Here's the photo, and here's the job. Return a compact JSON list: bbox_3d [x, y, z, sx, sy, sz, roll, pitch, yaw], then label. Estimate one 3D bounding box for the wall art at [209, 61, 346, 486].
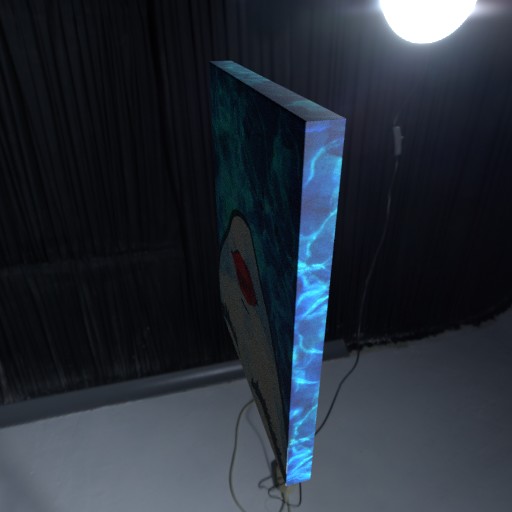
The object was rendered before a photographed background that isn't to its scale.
[{"bbox_3d":[0.000,0.000,0.684,0.038,0.508,0.432,-8,31,-14],"label":"wall art"}]
